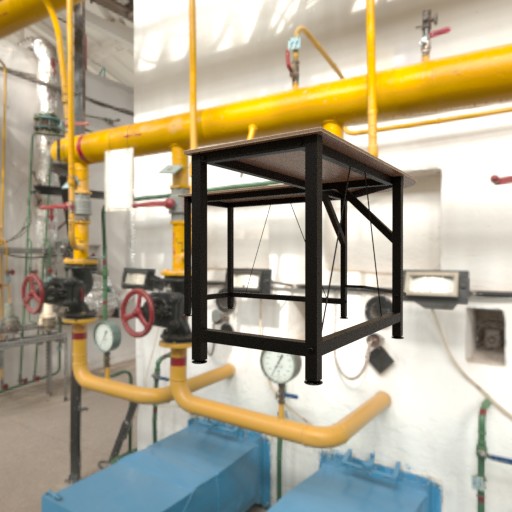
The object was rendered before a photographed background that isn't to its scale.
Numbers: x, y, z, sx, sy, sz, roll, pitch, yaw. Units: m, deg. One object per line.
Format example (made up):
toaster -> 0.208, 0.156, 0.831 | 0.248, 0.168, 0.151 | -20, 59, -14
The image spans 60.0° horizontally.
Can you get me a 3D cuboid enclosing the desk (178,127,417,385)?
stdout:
desk -> 0.000, 0.000, 2.261 | 1.400, 0.762, 1.400 | 0, 0, 34
